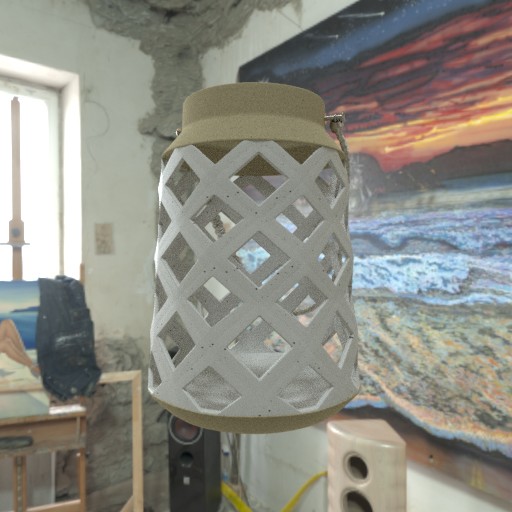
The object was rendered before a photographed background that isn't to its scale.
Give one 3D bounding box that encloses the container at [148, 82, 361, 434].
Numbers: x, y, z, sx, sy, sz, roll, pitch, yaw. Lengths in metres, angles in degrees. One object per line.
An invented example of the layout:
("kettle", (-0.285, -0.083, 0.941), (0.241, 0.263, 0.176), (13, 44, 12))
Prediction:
("container", (0.000, 0.000, 0.348), (0.163, 0.229, 0.172), (0, 1, 20))
